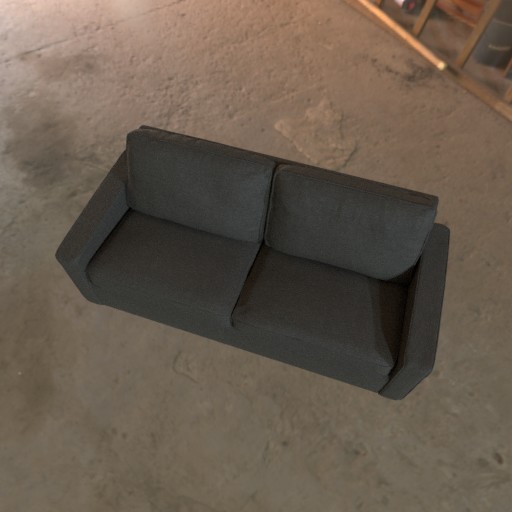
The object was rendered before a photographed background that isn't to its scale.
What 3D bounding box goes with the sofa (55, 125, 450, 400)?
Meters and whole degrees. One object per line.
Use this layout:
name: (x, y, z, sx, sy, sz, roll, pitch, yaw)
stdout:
sofa: (0.000, 0.000, 2.599, 2.080, 0.919, 0.940, 16, 60, 10)
